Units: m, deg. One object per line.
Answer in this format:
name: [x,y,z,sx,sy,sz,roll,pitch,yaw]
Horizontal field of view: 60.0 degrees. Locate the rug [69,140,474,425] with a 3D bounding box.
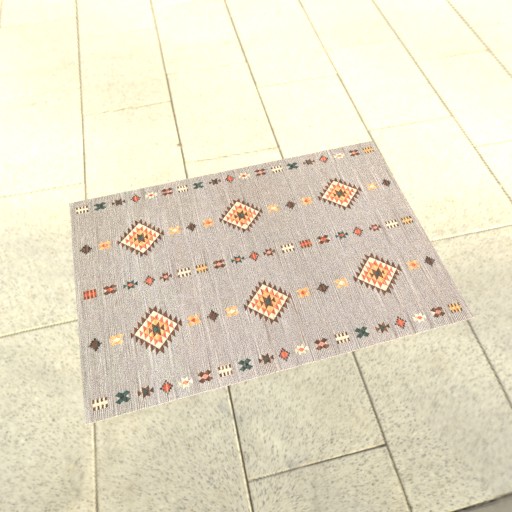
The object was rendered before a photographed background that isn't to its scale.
rug: [0.000,0.000,2.287,1.818,0.005,1.217,-13,60,-8]
